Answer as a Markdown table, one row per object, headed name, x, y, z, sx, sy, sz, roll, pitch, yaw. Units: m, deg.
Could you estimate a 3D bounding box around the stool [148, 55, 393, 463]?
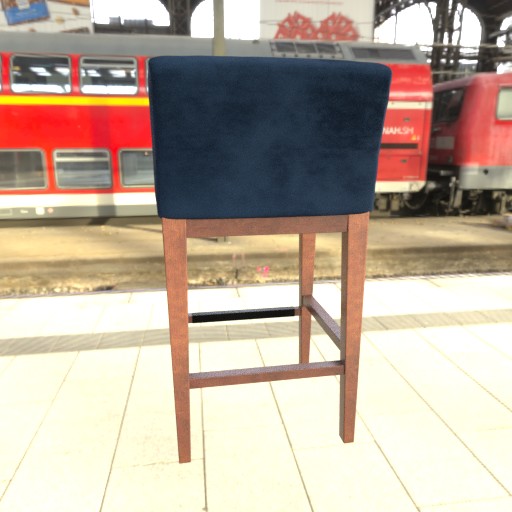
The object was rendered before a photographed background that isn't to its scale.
| name | x | y | z | sx | sy | sz | roll | pitch | yaw |
| --- | --- | --- | --- | --- | --- | --- | --- | --- | --- |
| stool | 0.000 | 0.000 | 1.223 | 0.511 | 0.945 | 0.516 | -3 | 15 | -10 |
